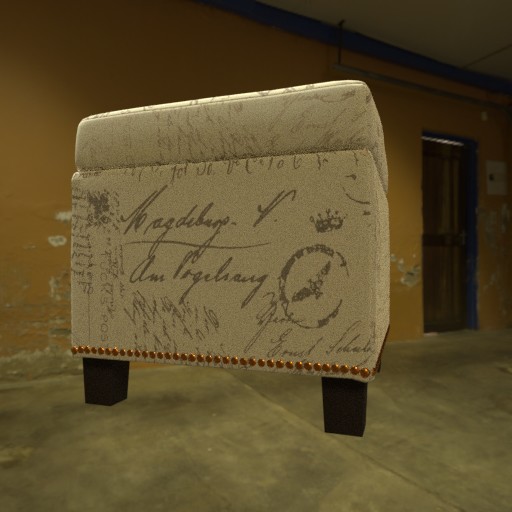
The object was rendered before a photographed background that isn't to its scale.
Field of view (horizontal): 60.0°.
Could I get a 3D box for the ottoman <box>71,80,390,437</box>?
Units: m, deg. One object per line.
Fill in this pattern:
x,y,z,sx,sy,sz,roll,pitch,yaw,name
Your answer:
0.000,0.000,0.800,0.450,0.457,0.449,0,-1,19,ottoman
